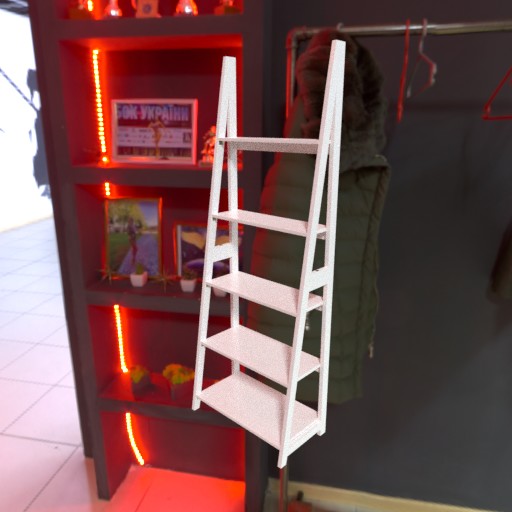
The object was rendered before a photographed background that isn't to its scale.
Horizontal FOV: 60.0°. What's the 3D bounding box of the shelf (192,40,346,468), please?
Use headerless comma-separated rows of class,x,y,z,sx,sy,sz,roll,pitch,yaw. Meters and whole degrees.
shelf,0.000,0.000,2.053,0.636,1.779,0.341,15,22,41
